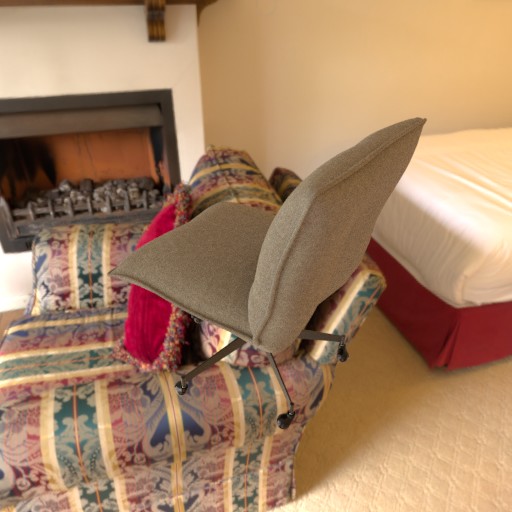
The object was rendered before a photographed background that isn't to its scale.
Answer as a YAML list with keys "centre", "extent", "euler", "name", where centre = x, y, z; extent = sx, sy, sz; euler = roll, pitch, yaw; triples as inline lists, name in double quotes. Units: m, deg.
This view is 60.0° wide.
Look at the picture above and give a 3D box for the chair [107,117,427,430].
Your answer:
- centre: [0.000, 0.000, 1.318]
  extent: [0.696, 0.811, 0.597]
  euler: [21, 39, 29]
  name: "chair"
